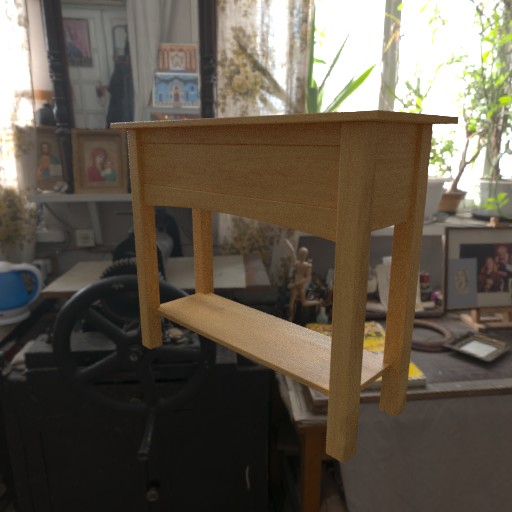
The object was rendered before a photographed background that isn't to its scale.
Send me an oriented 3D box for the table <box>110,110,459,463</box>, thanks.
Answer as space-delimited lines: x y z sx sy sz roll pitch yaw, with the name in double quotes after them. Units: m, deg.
0.000 0.000 1.240 0.900 0.728 0.340 14 21 43 "table"
